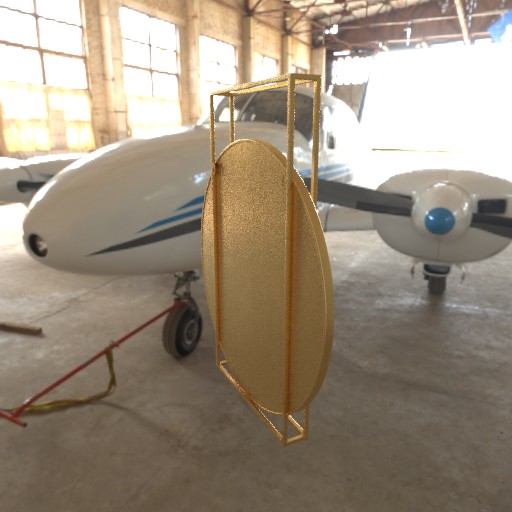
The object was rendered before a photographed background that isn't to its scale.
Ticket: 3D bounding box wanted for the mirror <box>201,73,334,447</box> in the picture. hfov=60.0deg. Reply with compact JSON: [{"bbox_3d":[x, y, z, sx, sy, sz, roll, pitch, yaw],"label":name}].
[{"bbox_3d":[0.000,0.000,0.833,0.051,0.603,0.508,-8,17,-26],"label":"mirror"}]
